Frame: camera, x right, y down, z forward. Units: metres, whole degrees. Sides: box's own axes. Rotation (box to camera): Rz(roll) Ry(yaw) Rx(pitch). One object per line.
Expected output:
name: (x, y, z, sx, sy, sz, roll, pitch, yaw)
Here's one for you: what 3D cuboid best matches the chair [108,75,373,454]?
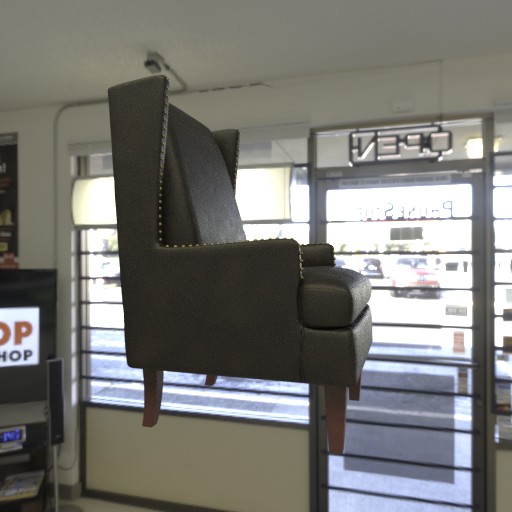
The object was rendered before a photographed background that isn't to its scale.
chair: (0.000, 0.000, 1.632, 0.799, 1.142, 0.703, 0, 0, 19)
